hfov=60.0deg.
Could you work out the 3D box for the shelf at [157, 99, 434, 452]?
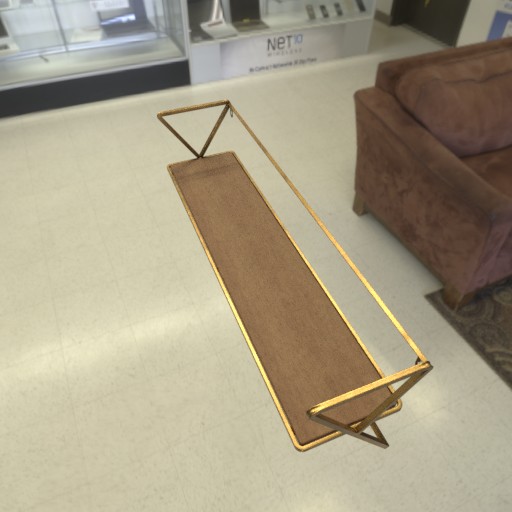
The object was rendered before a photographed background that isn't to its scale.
[{"bbox_3d":[0.000,0.000,0.740,0.150,0.229,0.645,-16,48,-15],"label":"shelf"}]
